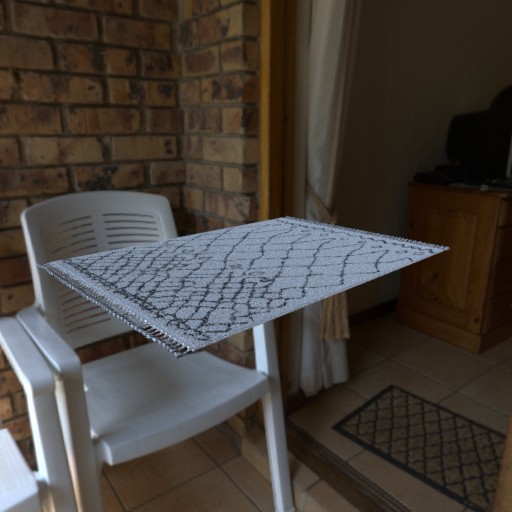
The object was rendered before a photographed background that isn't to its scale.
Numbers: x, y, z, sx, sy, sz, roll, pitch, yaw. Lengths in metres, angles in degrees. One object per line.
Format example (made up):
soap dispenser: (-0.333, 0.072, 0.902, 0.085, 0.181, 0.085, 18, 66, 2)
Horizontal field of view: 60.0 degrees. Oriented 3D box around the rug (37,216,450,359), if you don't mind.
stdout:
rug: (0.000, 0.000, 2.997, 2.312, 0.017, 1.613, -15, 22, -41)
